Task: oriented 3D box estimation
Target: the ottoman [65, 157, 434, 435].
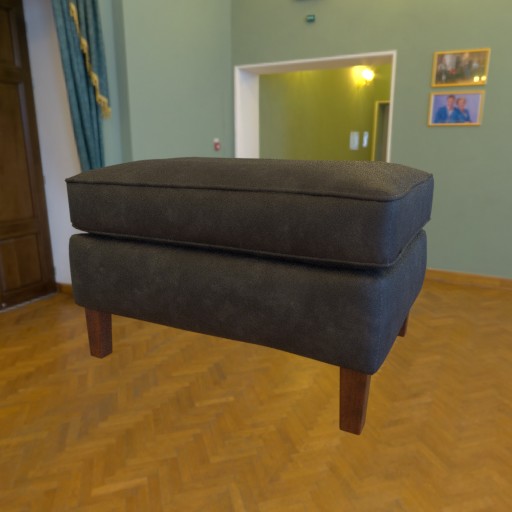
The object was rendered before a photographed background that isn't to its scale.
[{"bbox_3d":[0.000,0.000,0.967,0.665,0.413,0.501,7,16,26],"label":"ottoman"}]
